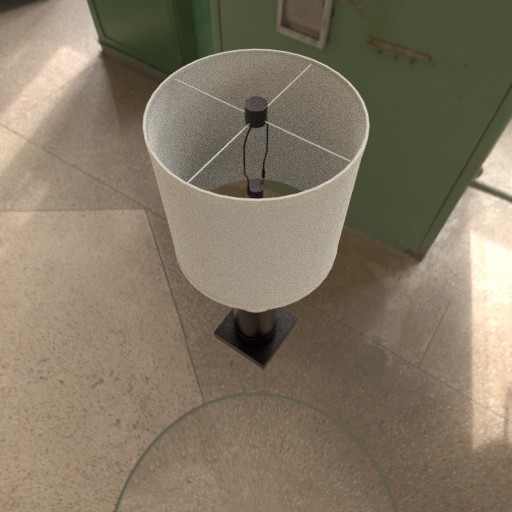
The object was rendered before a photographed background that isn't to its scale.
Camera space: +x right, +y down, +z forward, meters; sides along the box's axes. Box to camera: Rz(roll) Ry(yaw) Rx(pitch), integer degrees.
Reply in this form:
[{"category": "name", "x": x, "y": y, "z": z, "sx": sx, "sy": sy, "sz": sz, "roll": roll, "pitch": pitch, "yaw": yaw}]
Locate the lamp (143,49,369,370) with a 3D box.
[{"category": "lamp", "x": 0.000, "y": 0.000, "z": 0.617, "sx": 0.211, "sy": 0.509, "sz": 0.211, "roll": 30, "pitch": 62, "yaw": 18}]
